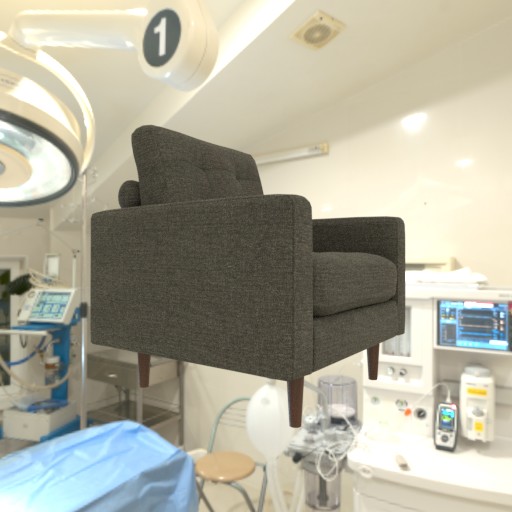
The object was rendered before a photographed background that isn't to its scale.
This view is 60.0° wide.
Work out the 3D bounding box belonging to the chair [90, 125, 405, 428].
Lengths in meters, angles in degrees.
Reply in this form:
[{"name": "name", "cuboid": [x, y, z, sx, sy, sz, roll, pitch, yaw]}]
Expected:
[{"name": "chair", "cuboid": [0.000, 0.000, 1.554, 0.843, 0.880, 0.821, 0, 0, 36]}]
